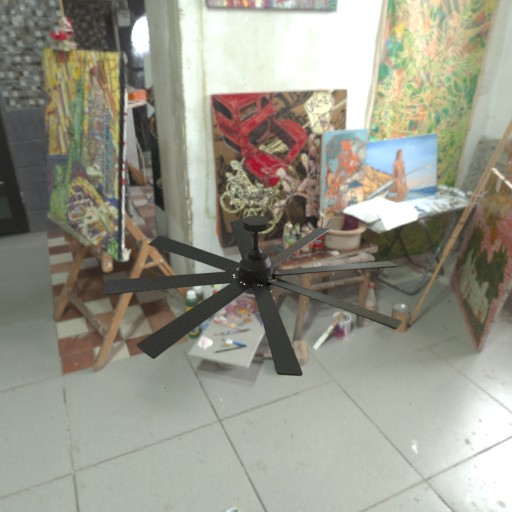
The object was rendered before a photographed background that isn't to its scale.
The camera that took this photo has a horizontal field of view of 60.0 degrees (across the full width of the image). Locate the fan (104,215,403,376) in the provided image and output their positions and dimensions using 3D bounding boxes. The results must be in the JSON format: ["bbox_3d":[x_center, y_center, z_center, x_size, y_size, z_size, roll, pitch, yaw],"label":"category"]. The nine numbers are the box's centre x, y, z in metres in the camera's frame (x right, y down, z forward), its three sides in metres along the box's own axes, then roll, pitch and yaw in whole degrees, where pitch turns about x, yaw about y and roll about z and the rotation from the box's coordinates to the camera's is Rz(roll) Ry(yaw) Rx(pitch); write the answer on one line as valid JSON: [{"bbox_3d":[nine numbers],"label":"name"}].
[{"bbox_3d":[0.000,0.000,2.715,1.830,0.472,1.830,18,32,31],"label":"fan"}]
